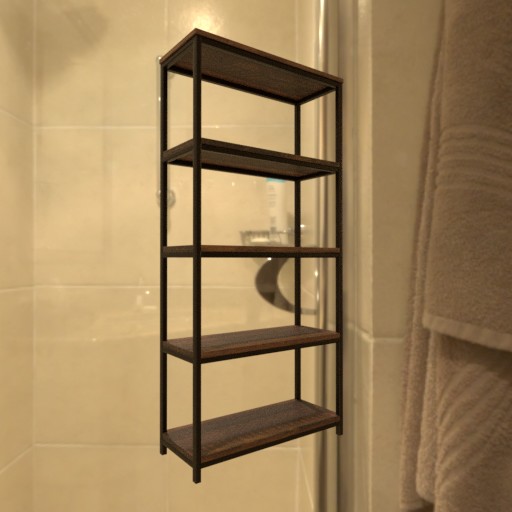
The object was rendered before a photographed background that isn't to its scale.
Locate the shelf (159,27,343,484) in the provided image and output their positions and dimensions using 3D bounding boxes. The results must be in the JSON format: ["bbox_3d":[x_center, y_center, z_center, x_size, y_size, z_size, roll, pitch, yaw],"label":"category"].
[{"bbox_3d":[0.000,0.000,2.207,0.874,1.860,0.359,0,-1,-36],"label":"shelf"}]
